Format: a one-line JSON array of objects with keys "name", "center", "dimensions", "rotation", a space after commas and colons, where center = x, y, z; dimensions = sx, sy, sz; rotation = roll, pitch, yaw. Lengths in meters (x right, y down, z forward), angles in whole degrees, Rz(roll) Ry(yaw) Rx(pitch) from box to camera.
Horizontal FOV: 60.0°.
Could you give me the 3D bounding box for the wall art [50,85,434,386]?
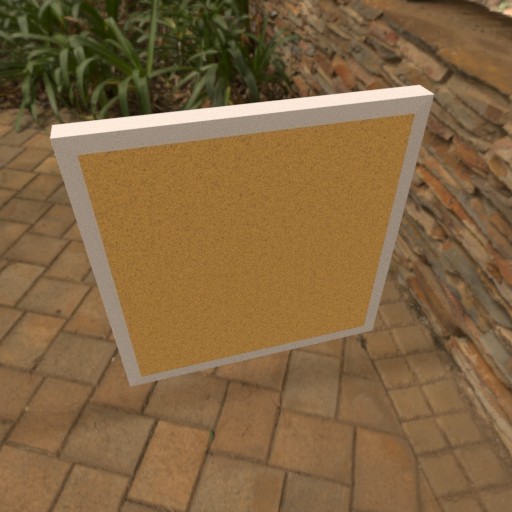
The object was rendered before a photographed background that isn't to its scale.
[{"name": "wall art", "center": [0.000, 0.000, 1.895], "dimensions": [1.289, 1.291, 0.098], "rotation": [-10, 42, -12]}]
